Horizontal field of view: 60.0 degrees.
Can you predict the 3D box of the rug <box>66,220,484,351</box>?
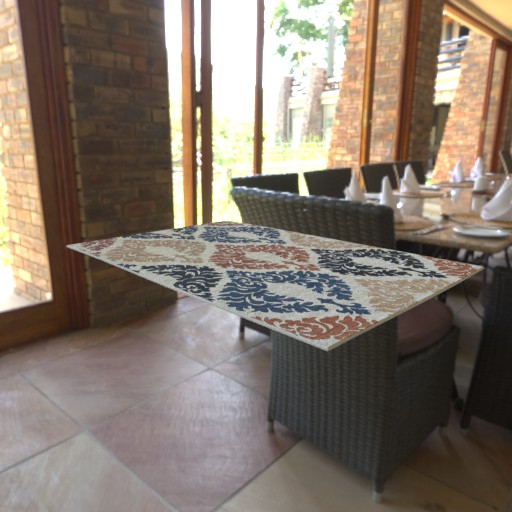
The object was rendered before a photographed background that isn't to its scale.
[{"bbox_3d":[0.000,0.000,2.847,1.514,0.014,2.275,-14,20,-43],"label":"rug"}]
